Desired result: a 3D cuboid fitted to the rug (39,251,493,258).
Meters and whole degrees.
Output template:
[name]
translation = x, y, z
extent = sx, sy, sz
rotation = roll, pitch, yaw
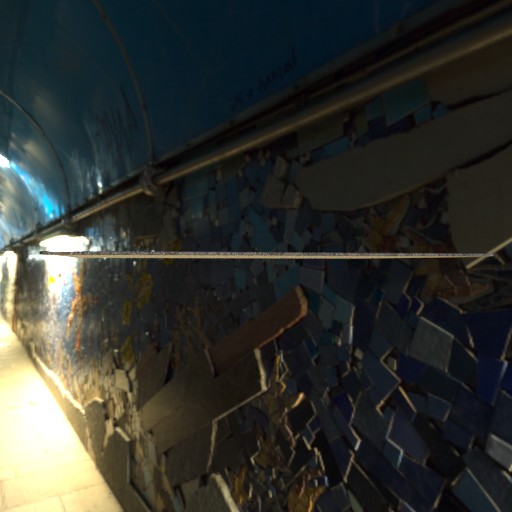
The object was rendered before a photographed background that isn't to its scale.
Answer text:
[rug]
translation = 0.000, 0.000, 2.160
extent = 1.752, 0.013, 1.158
rotation = 0, -1, -17
